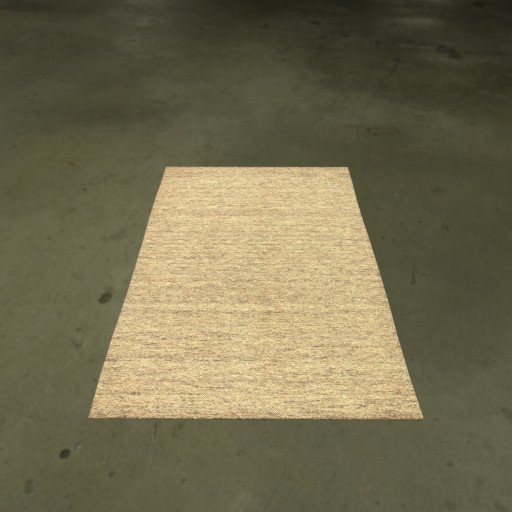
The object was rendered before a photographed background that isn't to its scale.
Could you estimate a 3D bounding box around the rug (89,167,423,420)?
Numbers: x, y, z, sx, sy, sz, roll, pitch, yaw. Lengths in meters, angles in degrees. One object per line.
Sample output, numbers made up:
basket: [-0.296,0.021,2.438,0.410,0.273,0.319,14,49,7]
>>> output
rug: [0.000,0.000,2.895,1.547,0.013,2.283,0,41,0]
